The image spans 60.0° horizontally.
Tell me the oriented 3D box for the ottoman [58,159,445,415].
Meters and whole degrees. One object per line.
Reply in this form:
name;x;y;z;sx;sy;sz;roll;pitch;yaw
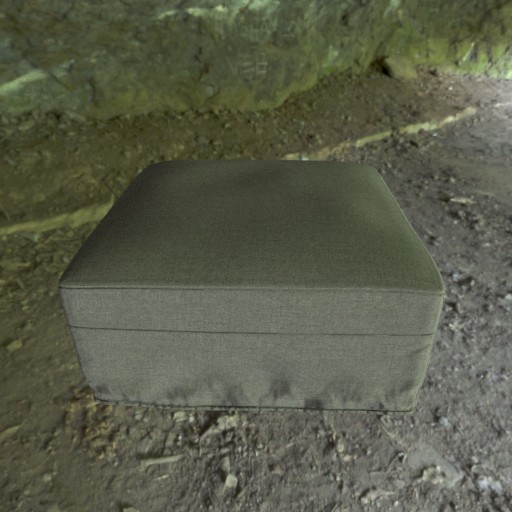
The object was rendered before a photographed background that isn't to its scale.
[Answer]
ottoman;0.000;0.000;1.349;0.840;0.436;0.843;1;30;2
